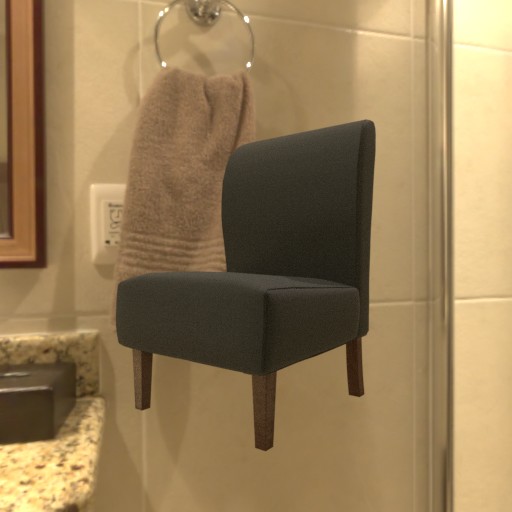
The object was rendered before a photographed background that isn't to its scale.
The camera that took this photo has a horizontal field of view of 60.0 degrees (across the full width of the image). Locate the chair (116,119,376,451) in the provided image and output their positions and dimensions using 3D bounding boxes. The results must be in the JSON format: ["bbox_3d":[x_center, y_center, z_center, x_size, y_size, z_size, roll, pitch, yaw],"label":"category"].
[{"bbox_3d":[0.000,0.000,1.229,0.513,0.804,0.592,0,0,37],"label":"chair"}]
